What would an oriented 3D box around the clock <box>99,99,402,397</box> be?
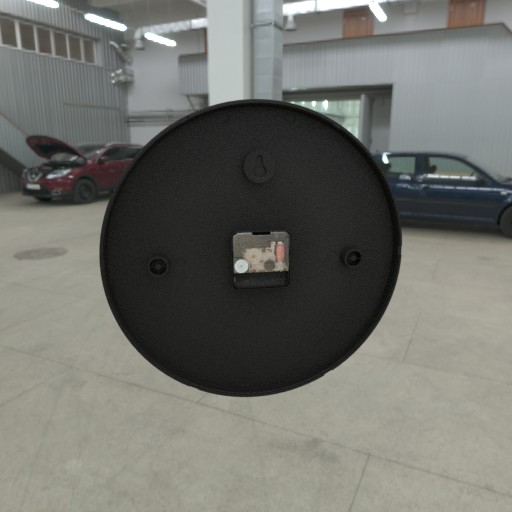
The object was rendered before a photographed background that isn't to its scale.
[{"bbox_3d":[0.000,0.000,0.440,0.293,0.293,0.040,-2,14,-9],"label":"clock"}]
